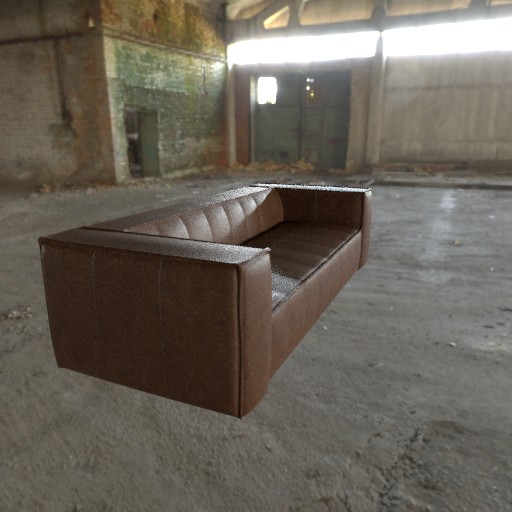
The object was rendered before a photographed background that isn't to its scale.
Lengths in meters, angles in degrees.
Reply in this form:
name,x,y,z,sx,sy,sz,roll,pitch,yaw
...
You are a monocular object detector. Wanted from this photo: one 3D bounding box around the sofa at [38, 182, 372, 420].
name,x,y,z,sx,sy,sz,roll,pitch,yaw
sofa,0.000,0.000,2.988,1.102,0.701,2.581,7,17,24
